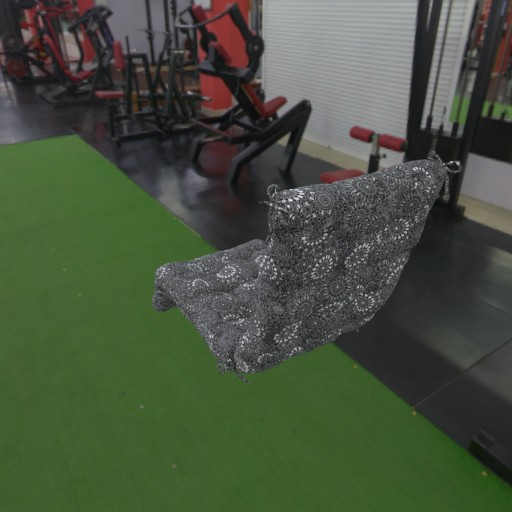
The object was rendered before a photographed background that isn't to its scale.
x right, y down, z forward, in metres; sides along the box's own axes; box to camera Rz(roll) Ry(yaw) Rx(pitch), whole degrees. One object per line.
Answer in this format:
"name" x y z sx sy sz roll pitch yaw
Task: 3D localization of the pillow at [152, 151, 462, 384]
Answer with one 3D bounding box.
"pillow" 0.000 0.000 1.481 0.526 0.863 1.016 -17 34 -27
